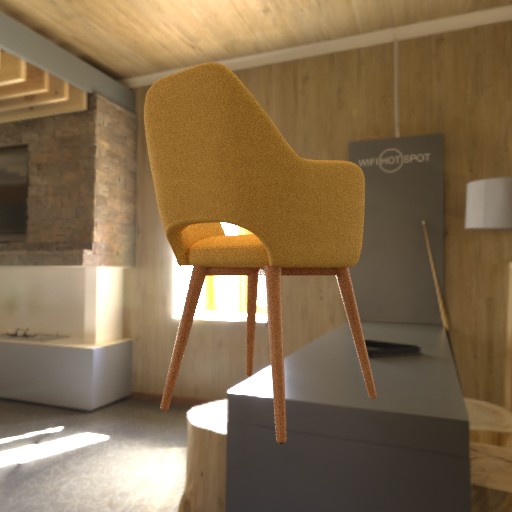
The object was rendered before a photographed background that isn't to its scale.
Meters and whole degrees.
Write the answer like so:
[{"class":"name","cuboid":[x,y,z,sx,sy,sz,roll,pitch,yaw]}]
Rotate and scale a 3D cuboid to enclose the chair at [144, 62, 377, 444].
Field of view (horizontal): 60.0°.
[{"class":"chair","cuboid":[0.000,0.000,1.239,0.590,0.840,0.610,-1,-2,36]}]
